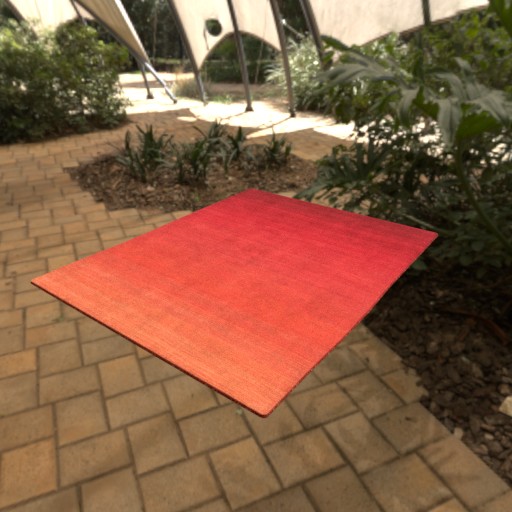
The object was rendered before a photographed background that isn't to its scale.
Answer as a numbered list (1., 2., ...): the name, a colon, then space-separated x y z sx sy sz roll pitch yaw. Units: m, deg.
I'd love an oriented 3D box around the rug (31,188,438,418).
1. rug: 0.000 0.000 3.932 2.340 0.028 2.905 19 33 32
